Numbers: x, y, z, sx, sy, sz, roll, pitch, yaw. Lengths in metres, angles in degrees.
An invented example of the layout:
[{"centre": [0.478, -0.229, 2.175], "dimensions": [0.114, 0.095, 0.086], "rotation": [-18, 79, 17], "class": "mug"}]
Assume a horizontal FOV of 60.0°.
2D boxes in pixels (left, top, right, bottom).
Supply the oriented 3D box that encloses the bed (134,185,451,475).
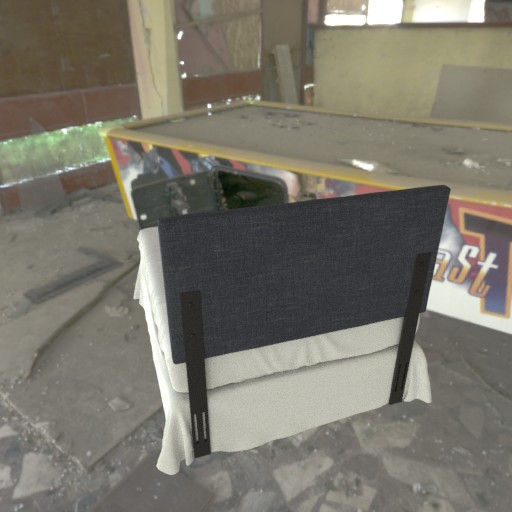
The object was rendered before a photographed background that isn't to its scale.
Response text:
[{"centre": [0.000, 0.000, 3.456], "dimensions": [1.936, 1.577, 2.222], "rotation": [-8, 28, -16], "class": "bed"}]
